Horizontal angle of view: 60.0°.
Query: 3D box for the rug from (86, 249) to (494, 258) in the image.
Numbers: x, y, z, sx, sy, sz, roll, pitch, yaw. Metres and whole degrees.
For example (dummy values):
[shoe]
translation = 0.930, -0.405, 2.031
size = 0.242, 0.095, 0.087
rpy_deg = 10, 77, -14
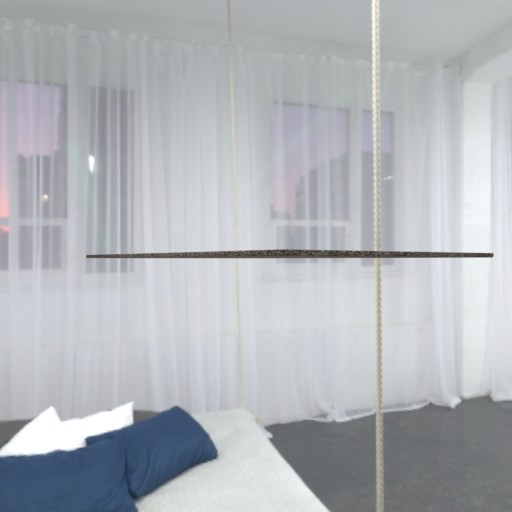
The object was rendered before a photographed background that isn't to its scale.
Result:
[rug]
translation = 0.000, 0.000, 2.903
size = 1.501, 0.025, 2.352
rpy_deg = 0, -1, -37
